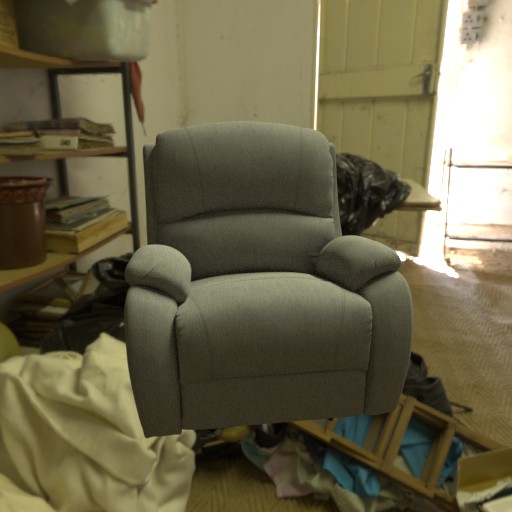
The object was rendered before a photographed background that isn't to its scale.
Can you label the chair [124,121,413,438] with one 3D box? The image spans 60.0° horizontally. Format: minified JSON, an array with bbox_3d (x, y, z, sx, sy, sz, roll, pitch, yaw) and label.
[{"bbox_3d":[0.000,0.000,1.724,0.930,1.011,0.899,-3,16,-9],"label":"chair"}]
